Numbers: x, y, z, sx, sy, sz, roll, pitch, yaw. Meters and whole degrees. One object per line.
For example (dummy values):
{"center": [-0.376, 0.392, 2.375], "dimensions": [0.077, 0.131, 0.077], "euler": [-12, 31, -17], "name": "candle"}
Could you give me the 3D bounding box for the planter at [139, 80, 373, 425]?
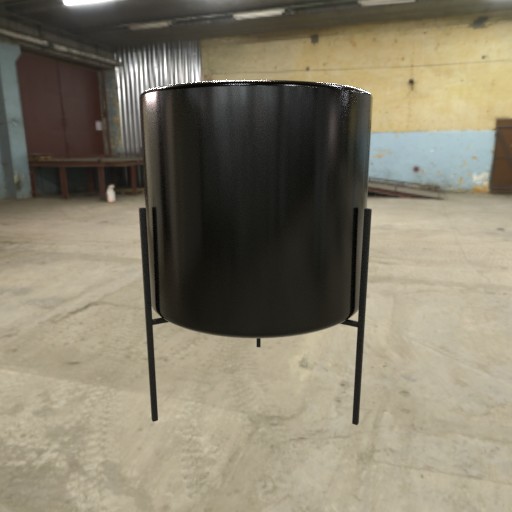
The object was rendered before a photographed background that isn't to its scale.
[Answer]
{"center": [0.000, 0.000, 0.632], "dimensions": [0.310, 0.432, 0.310], "euler": [-12, 18, -42], "name": "planter"}
